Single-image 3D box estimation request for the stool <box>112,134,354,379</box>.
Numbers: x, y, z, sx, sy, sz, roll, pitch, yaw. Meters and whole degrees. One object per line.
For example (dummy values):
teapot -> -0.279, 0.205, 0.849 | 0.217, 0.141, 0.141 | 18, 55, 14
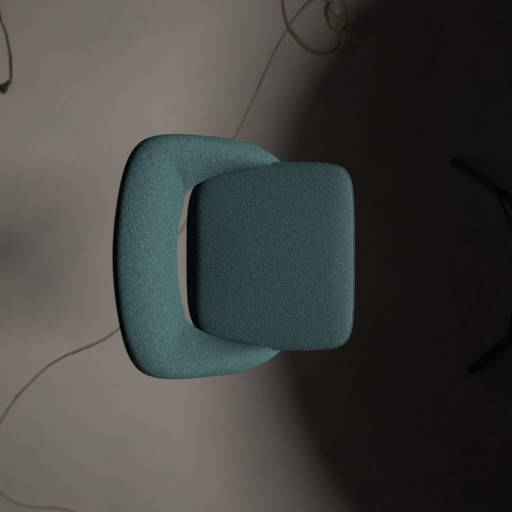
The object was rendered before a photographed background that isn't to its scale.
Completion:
stool -> 0.000, 0.000, 1.244 | 0.522, 0.939, 0.536 | 0, 90, 0
